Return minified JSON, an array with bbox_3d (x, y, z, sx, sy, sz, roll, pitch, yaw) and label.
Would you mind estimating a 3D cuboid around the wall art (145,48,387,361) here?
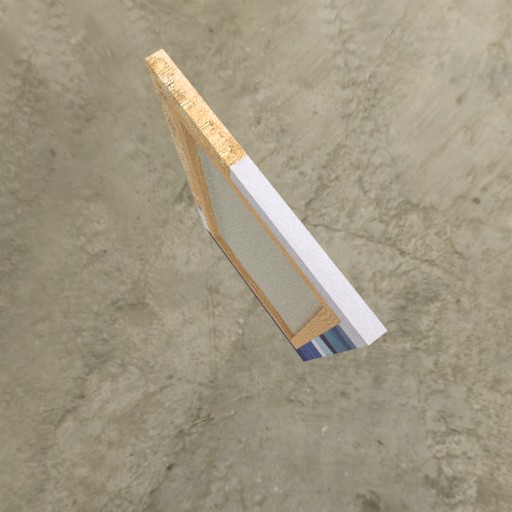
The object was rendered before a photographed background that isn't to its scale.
[{"bbox_3d":[0.000,0.000,1.153,0.039,0.911,0.607,-35,78,-9],"label":"wall art"}]
